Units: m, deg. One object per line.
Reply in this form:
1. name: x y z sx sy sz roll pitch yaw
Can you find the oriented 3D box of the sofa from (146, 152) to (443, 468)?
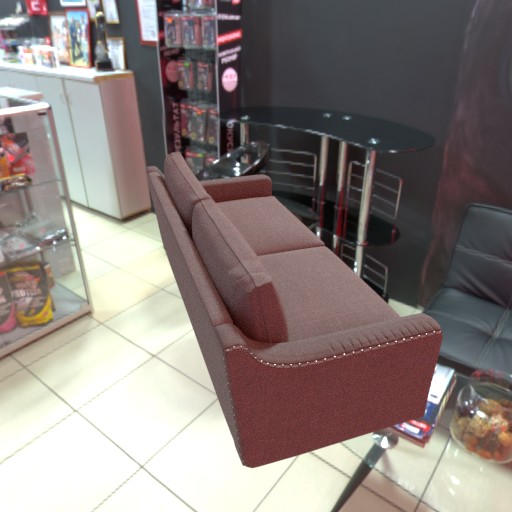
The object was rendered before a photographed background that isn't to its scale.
1. sofa: 0.000 0.000 2.692 1.000 0.857 2.208 -9 30 -17
